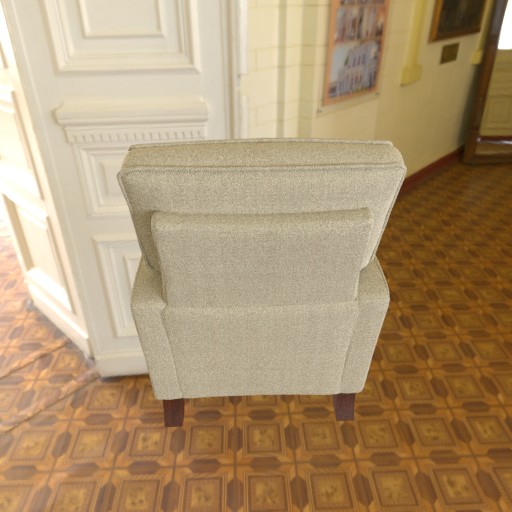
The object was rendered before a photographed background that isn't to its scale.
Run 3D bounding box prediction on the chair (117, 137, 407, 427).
[{"bbox_3d":[0.000,0.000,1.386,0.648,0.888,0.754,-1,31,-2],"label":"chair"}]
